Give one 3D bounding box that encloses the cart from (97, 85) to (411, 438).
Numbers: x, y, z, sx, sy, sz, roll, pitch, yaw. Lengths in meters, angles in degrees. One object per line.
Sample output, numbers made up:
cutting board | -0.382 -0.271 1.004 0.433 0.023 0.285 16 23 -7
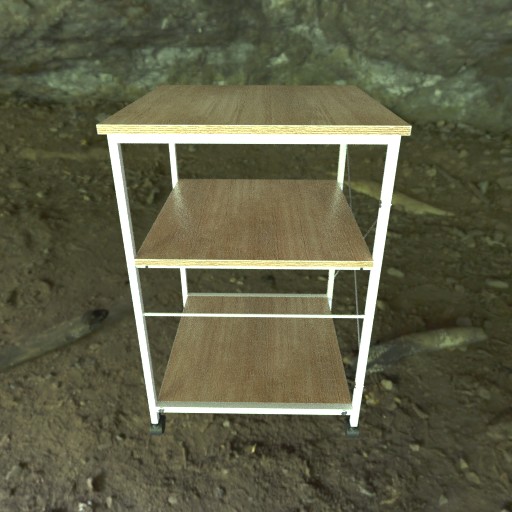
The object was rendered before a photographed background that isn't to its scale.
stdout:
cart | 0.000 0.000 1.138 0.520 0.762 0.521 0 28 1
